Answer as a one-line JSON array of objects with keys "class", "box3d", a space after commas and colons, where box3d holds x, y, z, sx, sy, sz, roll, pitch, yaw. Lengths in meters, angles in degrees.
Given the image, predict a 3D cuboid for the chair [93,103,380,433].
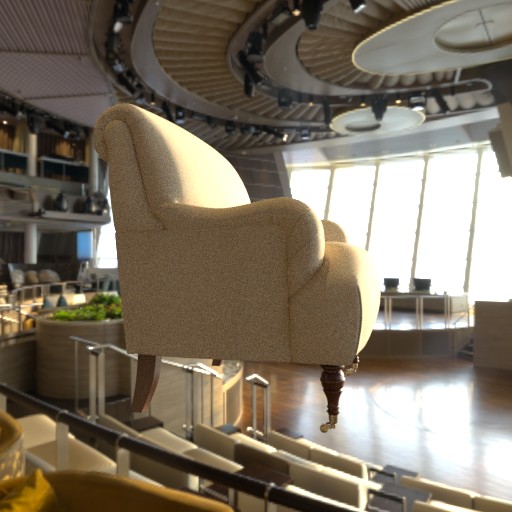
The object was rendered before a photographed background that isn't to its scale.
[{"class": "chair", "box3d": [0.000, 0.000, 1.562, 0.842, 0.944, 0.766, 0, -1, 18]}]
